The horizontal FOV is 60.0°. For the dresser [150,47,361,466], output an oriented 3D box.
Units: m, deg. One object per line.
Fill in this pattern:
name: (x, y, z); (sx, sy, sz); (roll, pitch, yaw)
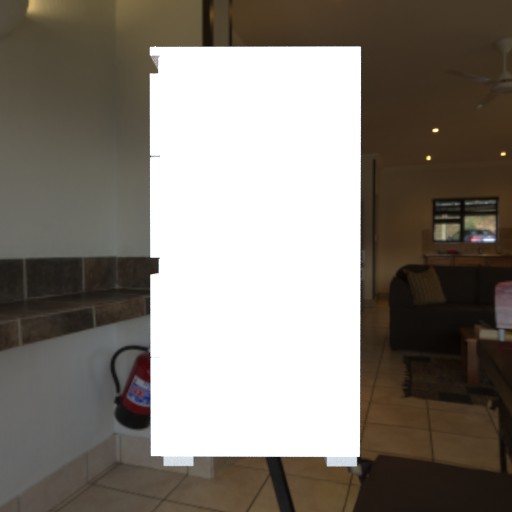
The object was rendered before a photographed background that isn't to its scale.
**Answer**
dresser: (0.000, 0.000, 1.169); (0.400, 0.800, 0.650); (0, 1, 0)
